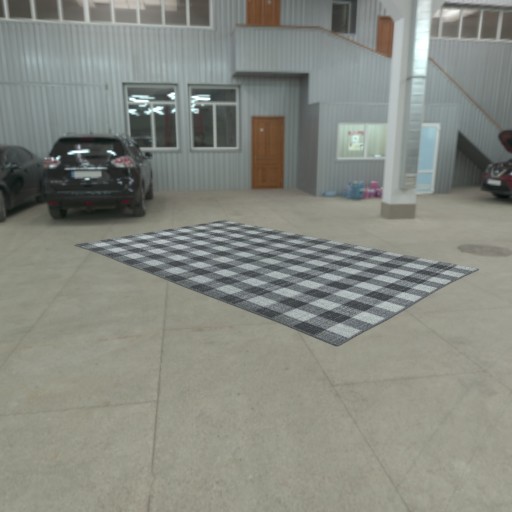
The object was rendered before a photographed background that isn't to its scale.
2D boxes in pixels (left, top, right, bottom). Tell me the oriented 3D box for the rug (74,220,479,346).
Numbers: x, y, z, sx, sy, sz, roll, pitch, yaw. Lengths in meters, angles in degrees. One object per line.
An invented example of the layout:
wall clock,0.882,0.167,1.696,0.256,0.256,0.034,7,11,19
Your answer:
rug,0.000,0.000,3.138,1.554,0.011,2.476,-14,20,-43
